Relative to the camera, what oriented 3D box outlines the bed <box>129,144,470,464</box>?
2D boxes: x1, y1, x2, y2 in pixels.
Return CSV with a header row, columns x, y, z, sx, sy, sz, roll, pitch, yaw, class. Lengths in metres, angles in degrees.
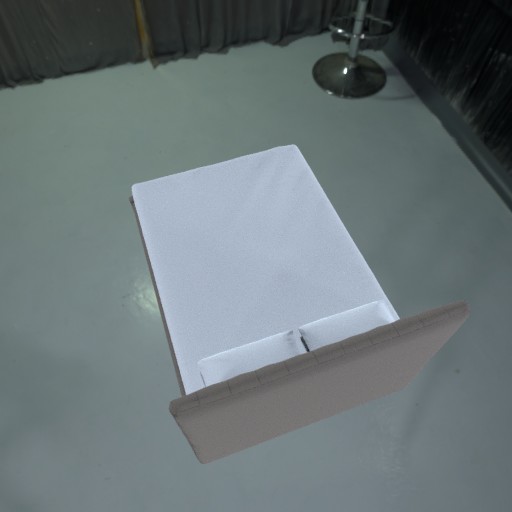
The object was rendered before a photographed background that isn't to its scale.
x,y,z,sx,sy,sz,roll,pitch,yaw,class
0.000,0.000,3.444,1.698,1.427,2.387,-17,58,-11,bed
